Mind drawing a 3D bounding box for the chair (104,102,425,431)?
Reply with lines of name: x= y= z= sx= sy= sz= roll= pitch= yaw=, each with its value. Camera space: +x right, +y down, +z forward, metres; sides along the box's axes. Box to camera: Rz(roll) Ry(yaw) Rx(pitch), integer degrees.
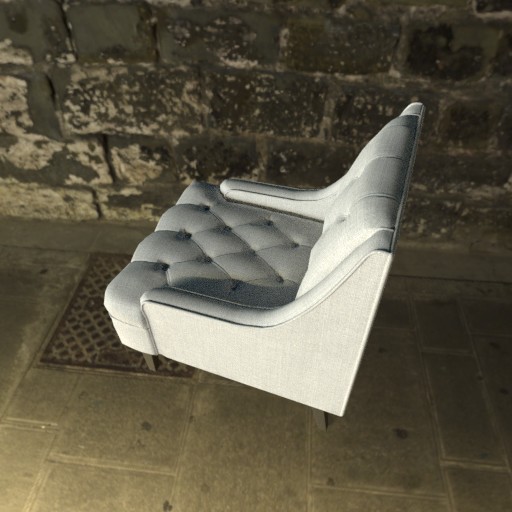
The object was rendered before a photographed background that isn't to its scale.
chair: x=0.000 y=0.000 z=1.417 sx=0.772 sy=0.891 sz=0.658 roll=15 pitch=47 yaw=14
